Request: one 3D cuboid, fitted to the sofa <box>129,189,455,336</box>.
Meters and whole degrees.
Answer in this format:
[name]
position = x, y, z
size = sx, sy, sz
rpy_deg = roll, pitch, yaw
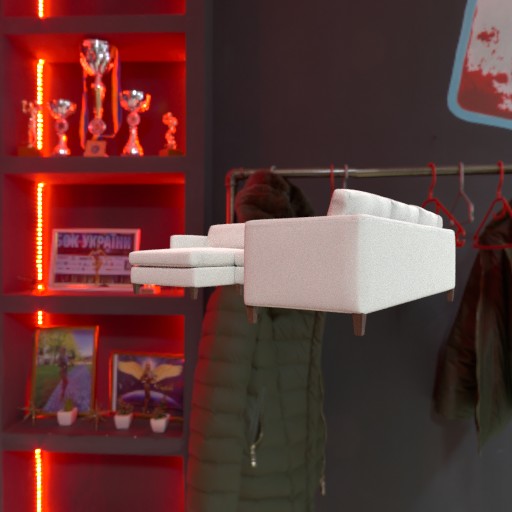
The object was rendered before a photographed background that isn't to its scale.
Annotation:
[sofa]
position = 0.000, 0.000, 4.711
size = 3.459, 0.956, 2.593
rpy_deg = 0, 0, 36
